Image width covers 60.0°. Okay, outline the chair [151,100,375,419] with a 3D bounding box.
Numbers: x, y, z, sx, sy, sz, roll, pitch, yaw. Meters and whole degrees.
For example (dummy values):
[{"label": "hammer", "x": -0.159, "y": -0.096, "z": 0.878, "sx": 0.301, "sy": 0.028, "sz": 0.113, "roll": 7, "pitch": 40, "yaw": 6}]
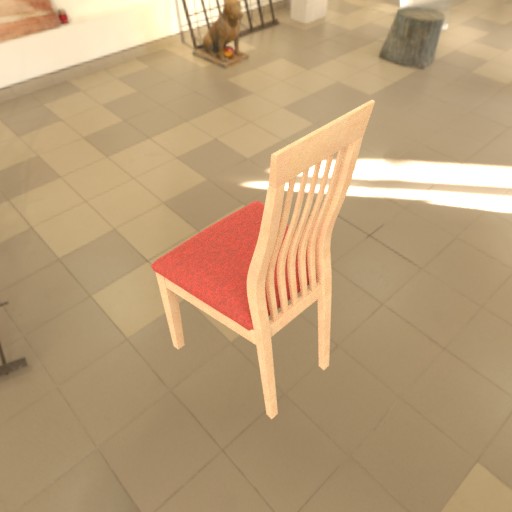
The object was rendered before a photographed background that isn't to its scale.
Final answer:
[{"label": "chair", "x": 0.000, "y": 0.000, "z": 1.314, "sx": 0.460, "sy": 1.027, "sz": 0.474, "roll": -34, "pitch": 55, "yaw": -28}]
